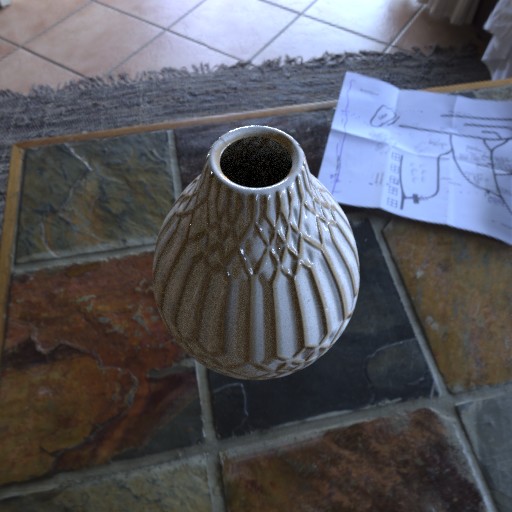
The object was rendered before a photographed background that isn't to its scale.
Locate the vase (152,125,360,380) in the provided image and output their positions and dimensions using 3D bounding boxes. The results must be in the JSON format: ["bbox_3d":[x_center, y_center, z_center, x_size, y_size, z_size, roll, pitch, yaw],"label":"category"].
[{"bbox_3d":[0.000,0.000,0.327,0.159,0.200,0.159,0,57,0],"label":"vase"}]
